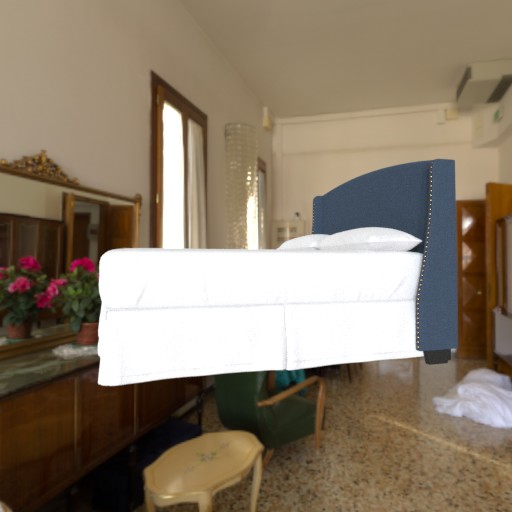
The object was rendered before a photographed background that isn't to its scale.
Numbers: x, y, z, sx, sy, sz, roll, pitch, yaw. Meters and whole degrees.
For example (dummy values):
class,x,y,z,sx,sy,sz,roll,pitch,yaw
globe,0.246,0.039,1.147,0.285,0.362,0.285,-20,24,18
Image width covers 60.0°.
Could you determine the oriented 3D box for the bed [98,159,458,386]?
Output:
class,x,y,z,sx,sy,sz,roll,pitch,yaw
bed,0.000,0.000,3.337,2.237,1.407,1.710,0,-1,-19
